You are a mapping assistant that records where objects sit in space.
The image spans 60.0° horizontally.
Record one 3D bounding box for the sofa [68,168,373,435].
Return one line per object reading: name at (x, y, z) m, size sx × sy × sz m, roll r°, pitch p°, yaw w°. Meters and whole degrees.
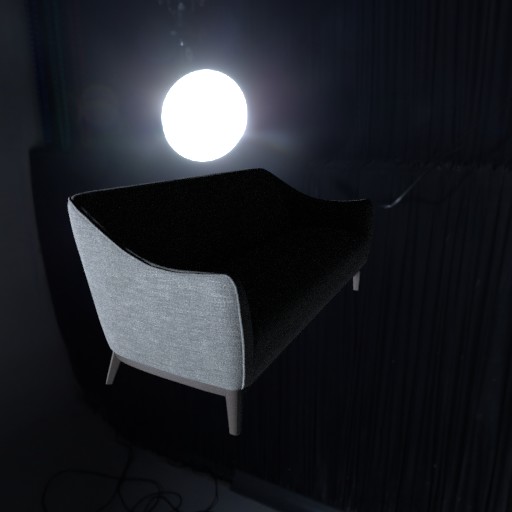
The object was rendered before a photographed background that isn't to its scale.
sofa at (0.000, 0.000, 2.416) m, size 0.867 × 0.829 × 1.928 m, roll 8°, pitch 17°, yaw 26°
